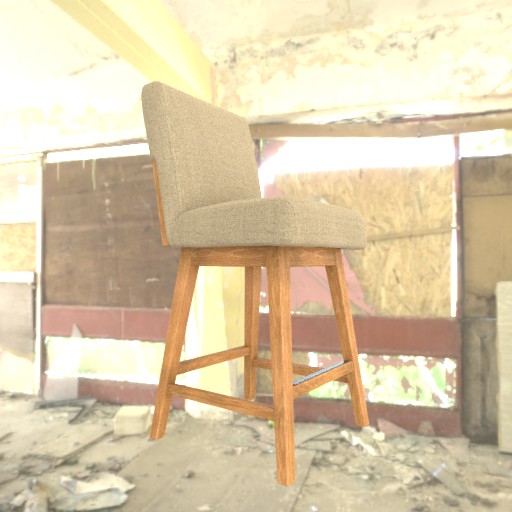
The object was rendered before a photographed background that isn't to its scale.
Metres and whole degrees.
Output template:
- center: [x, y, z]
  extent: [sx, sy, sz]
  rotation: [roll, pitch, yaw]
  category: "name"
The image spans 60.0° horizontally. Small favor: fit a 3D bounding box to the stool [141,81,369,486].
- center: [0.000, 0.000, 1.300]
  extent: [0.526, 1.010, 0.459]
  rotation: [0, -1, 36]
  category: "stool"
